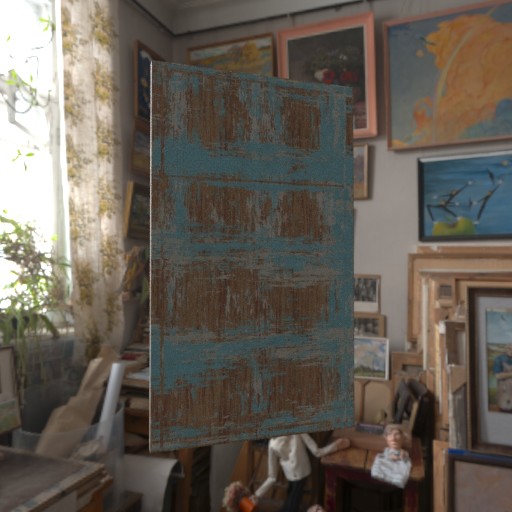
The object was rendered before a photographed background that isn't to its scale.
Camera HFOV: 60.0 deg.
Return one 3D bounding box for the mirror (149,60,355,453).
[{"bbox_3d":[0.000,0.000,1.515,0.707,1.213,0.083,0,-1,-18],"label":"mirror"}]
